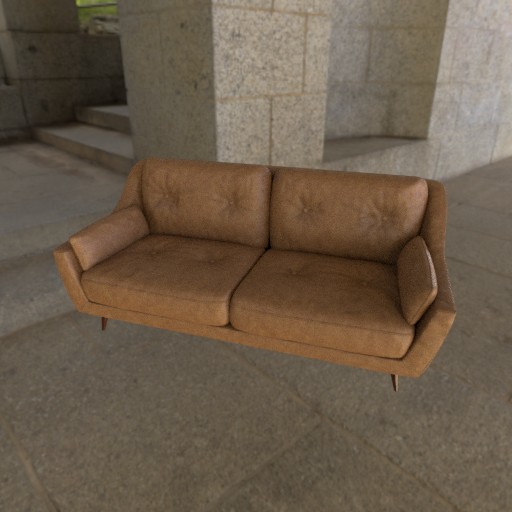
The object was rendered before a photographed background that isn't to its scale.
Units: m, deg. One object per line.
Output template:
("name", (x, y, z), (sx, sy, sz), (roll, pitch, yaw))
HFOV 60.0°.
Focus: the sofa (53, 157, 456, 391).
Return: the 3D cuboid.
("sofa", (0.000, 0.000, 2.370), (1.902, 0.839, 0.904), (8, 26, 16))
